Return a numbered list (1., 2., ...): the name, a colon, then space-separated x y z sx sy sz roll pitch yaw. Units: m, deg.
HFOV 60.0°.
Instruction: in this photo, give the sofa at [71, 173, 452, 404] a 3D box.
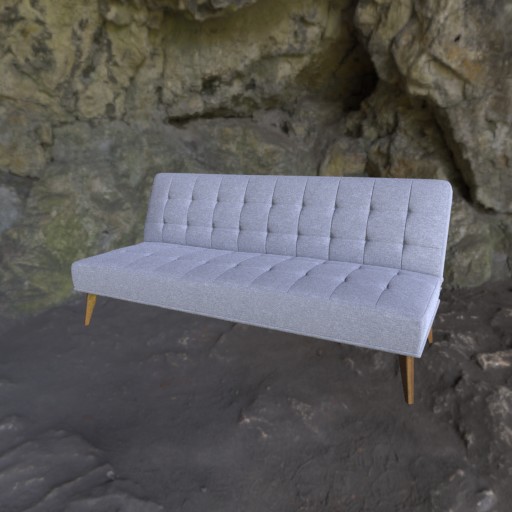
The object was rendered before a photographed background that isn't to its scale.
1. sofa: 0.000 0.000 2.326 1.800 0.810 0.860 7 15 27
